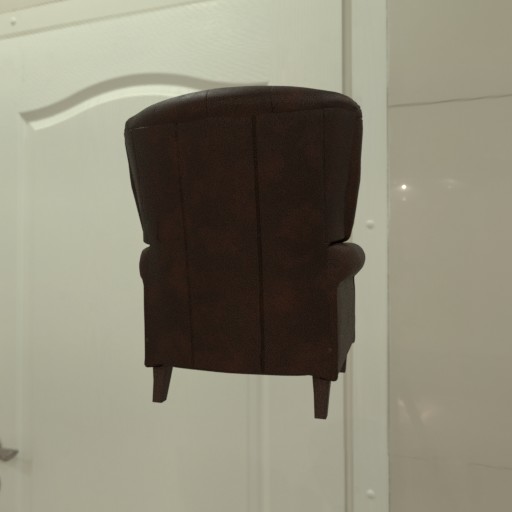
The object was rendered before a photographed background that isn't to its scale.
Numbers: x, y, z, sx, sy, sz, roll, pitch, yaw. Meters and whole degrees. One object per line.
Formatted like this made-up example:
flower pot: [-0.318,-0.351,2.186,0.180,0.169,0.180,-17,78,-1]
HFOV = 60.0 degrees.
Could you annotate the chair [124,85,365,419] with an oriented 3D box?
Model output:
chair: [0.000,0.000,1.948,0.948,1.158,1.058,0,-1,17]
